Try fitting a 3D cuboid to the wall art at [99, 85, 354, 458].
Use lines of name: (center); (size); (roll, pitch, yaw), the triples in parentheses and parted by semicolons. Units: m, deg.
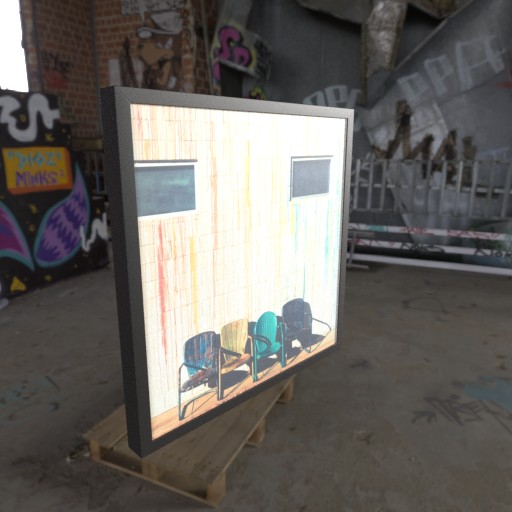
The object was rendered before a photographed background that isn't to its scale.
wall art: (0.000, 0.000, 0.764); (0.037, 0.506, 0.506); (14, 20, 43)
